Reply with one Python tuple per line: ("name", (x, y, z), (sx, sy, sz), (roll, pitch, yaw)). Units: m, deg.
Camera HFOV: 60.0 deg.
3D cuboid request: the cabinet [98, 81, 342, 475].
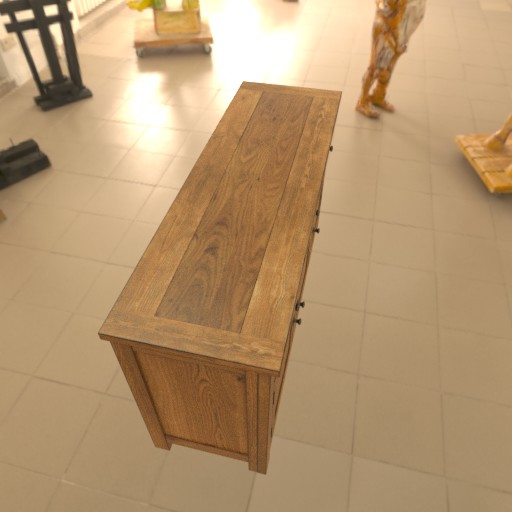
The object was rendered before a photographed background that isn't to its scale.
("cabinet", (0.000, 0.000, 1.879), (0.480, 0.813, 1.474), (10, 47, 9))
